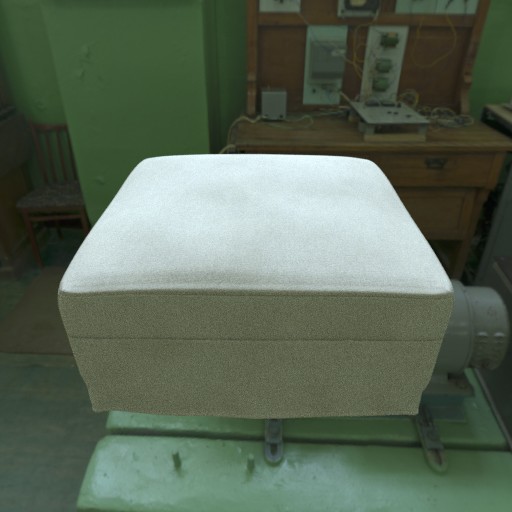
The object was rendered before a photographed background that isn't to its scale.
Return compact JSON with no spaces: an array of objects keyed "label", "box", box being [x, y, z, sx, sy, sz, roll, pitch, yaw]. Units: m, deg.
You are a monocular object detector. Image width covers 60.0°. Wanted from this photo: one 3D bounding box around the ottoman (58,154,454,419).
[{"label":"ottoman","box":[0.000,0.000,1.323,0.843,0.441,0.842,0,32,1]}]
